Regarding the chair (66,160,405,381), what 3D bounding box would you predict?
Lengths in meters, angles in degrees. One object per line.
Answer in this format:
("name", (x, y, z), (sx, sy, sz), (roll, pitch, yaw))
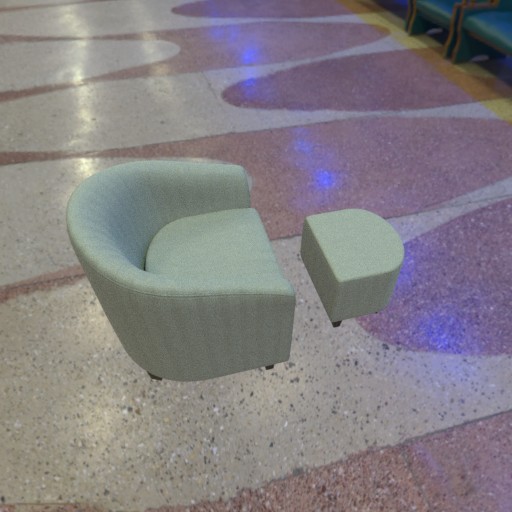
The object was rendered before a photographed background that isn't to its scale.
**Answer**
("chair", (0.000, 0.000, 1.816), (1.288, 0.757, 0.756), (-11, 47, -10))
